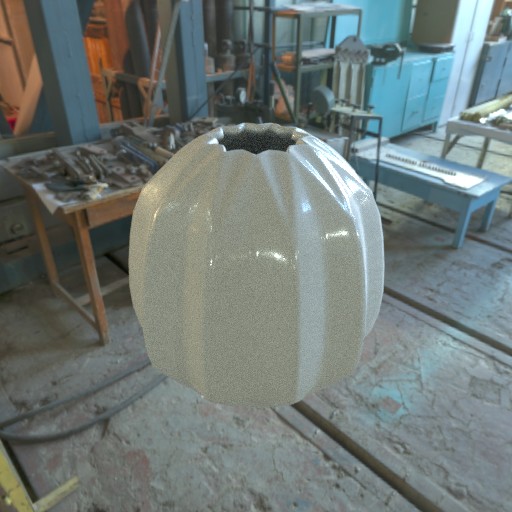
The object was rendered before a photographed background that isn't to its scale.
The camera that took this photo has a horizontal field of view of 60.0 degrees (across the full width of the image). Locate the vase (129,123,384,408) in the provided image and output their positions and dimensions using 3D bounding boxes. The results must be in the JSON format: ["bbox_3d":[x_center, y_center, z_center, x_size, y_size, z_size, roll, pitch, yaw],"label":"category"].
[{"bbox_3d":[0.000,0.000,0.245,0.139,0.134,0.139,0,32,0],"label":"vase"}]
